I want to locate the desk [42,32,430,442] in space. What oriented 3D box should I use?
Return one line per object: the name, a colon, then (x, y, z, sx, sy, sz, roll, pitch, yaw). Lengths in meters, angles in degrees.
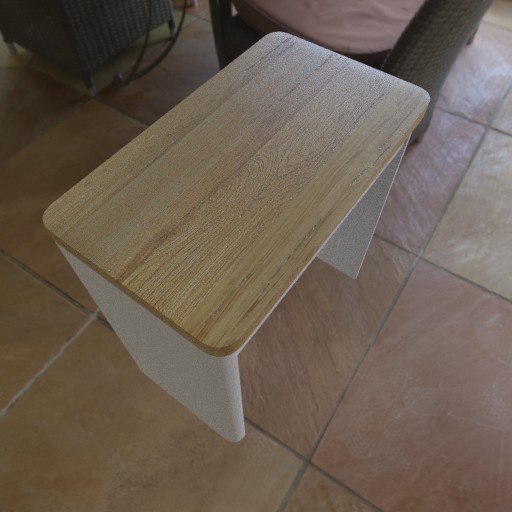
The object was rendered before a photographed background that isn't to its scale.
desk: (0.000, 0.000, 1.224, 0.440, 0.790, 0.760, 32, 63, 19)
